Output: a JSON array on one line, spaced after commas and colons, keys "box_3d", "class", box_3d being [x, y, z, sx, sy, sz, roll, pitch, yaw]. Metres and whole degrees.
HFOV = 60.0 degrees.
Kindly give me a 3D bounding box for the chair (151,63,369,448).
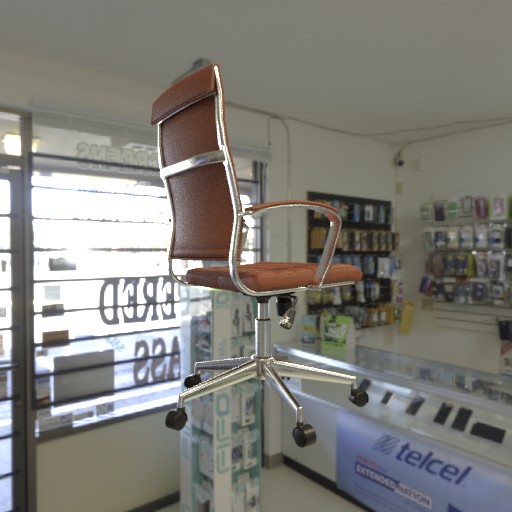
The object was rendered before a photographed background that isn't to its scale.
[{"box_3d": [0.000, 0.000, 1.671, 0.739, 1.149, 0.766, 0, 1, -36], "class": "chair"}]
